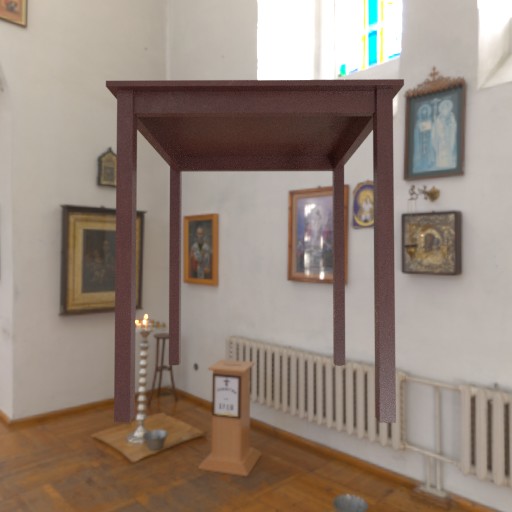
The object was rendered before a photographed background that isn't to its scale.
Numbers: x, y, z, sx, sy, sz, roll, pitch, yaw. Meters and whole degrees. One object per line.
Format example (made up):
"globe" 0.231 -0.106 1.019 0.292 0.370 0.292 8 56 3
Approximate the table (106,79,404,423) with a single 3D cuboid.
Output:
"table" 0.000 0.000 1.695 0.861 0.991 0.861 0 -2 1
